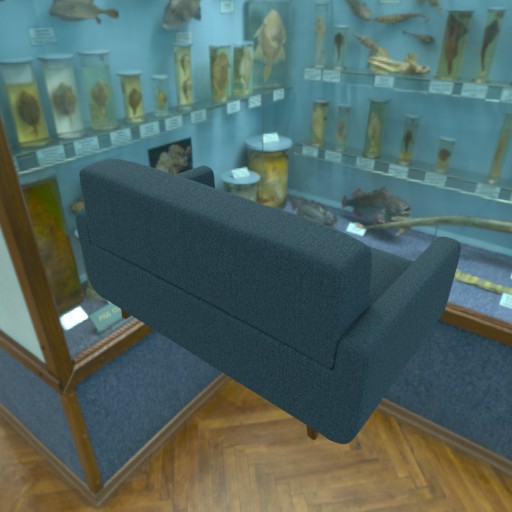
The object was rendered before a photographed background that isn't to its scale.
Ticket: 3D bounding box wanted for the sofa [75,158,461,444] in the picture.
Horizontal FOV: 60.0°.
[{"bbox_3d":[0.000,0.000,2.200,1.651,0.896,0.942,22,37,33],"label":"sofa"}]
